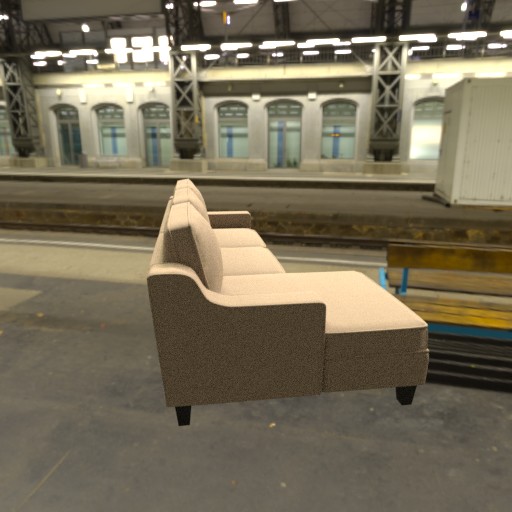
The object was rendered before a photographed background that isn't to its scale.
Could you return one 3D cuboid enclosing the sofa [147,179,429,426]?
[{"bbox_3d":[0.000,0.000,3.166,1.294,0.928,2.561,-2,15,-8],"label":"sofa"}]
